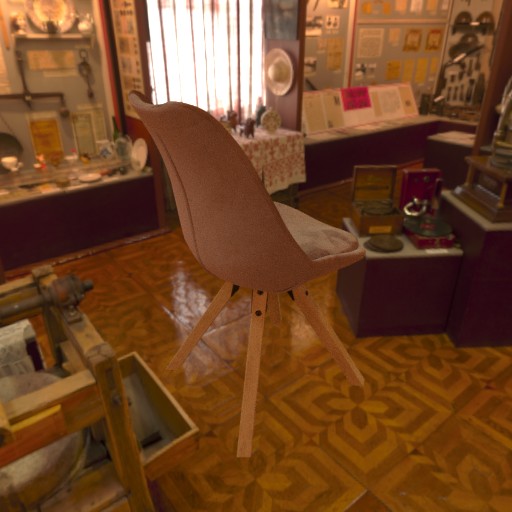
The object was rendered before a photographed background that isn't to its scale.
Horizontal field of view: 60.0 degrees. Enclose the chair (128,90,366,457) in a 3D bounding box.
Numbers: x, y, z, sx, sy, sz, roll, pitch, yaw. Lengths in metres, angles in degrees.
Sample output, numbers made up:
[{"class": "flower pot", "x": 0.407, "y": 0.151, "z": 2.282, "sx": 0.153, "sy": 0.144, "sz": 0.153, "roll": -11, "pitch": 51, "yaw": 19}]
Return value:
[{"class": "chair", "x": 0.000, "y": 0.000, "z": 1.186, "sx": 0.550, "sy": 0.850, "sz": 0.485, "roll": -18, "pitch": 32, "yaw": -32}]
